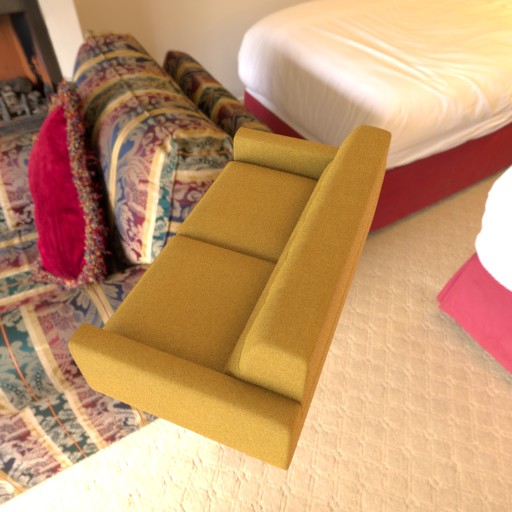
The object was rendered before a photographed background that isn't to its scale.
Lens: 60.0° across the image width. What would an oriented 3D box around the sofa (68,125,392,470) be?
[{"bbox_3d":[0.000,0.000,2.141,0.909,0.841,1.631,17,49,15],"label":"sofa"}]
